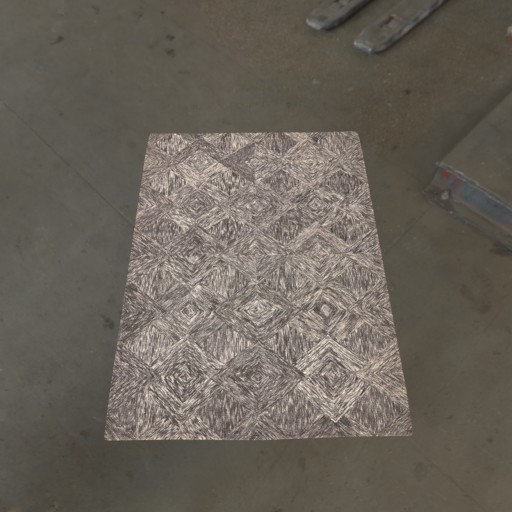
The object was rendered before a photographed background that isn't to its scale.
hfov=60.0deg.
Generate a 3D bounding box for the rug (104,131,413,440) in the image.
[{"bbox_3d":[0.000,0.000,5.286,2.997,0.020,4.093,-1,59,0],"label":"rug"}]
